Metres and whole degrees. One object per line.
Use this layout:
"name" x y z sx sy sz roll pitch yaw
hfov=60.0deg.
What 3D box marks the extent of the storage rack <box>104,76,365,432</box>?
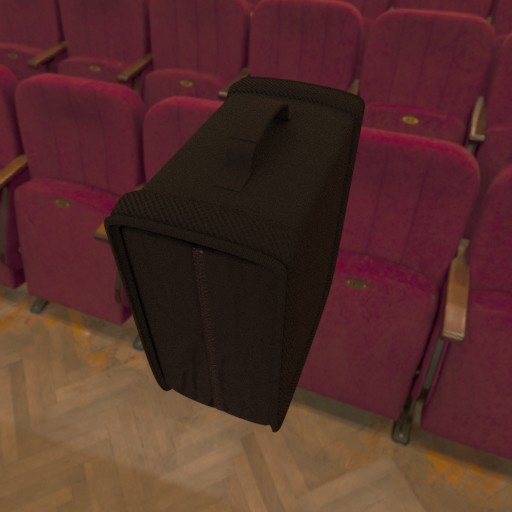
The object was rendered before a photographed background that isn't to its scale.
"storage rack" 0.000 0.000 0.552 0.168 0.387 0.297 15 47 15
